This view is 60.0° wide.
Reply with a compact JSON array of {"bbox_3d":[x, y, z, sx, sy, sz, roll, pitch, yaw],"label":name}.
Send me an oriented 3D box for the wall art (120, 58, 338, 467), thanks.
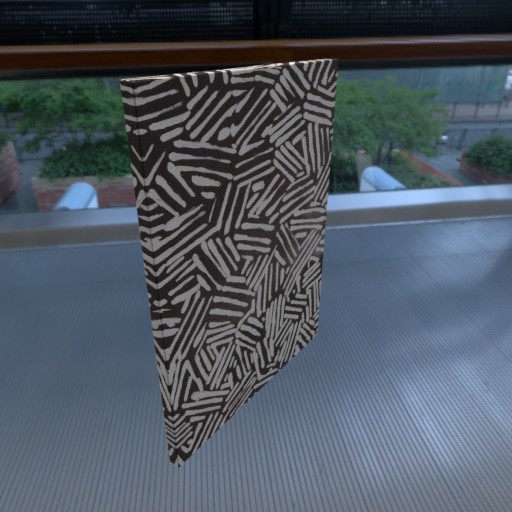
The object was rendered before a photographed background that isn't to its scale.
[{"bbox_3d":[0.000,0.000,1.291,0.038,1.017,0.765,19,33,33],"label":"wall art"}]
